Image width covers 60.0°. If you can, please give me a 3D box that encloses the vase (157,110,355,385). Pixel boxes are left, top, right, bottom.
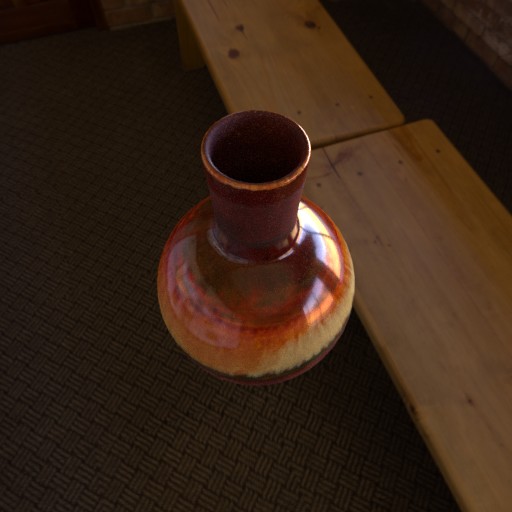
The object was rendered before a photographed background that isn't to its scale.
[{"bbox_3d":[0.000,0.000,0.230,0.111,0.154,0.111,0,58,0],"label":"vase"}]
